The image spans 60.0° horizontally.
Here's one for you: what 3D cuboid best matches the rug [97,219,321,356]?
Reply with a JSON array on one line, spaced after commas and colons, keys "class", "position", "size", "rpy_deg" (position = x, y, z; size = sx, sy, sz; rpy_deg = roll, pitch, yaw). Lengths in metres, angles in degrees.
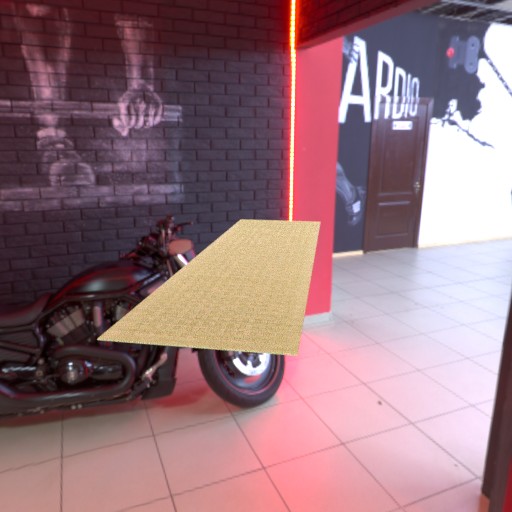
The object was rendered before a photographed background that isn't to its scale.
[{"class": "rug", "position": [0.000, 0.000, 2.625], "size": [0.686, 0.006, 2.437], "rpy_deg": [2, 15, 9]}]
